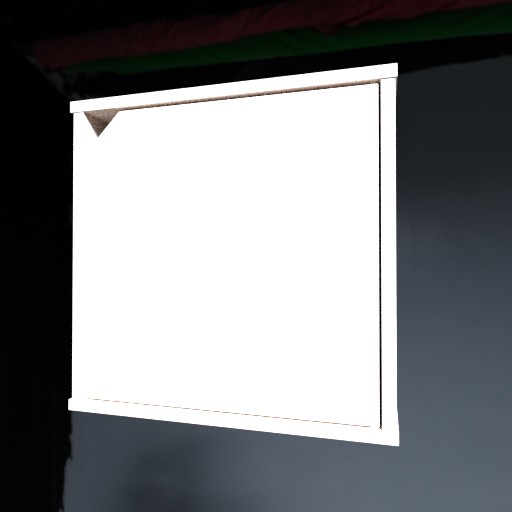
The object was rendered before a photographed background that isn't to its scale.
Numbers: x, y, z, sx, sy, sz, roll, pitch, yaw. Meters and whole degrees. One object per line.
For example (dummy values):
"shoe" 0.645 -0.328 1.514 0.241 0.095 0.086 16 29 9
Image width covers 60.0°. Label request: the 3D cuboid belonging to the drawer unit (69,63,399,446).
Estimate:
"drawer unit" 0.000 0.000 0.585 0.349 0.344 0.290 0 -1 16
